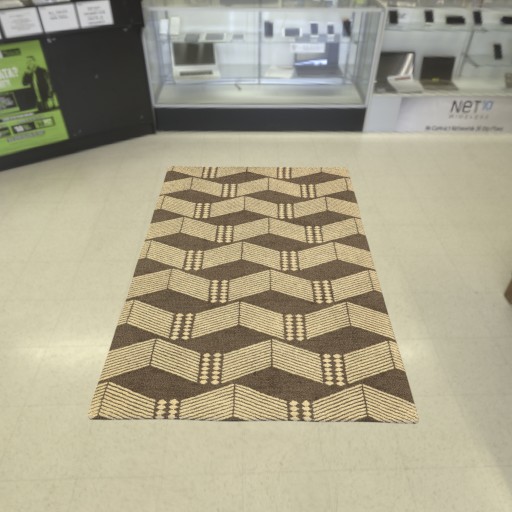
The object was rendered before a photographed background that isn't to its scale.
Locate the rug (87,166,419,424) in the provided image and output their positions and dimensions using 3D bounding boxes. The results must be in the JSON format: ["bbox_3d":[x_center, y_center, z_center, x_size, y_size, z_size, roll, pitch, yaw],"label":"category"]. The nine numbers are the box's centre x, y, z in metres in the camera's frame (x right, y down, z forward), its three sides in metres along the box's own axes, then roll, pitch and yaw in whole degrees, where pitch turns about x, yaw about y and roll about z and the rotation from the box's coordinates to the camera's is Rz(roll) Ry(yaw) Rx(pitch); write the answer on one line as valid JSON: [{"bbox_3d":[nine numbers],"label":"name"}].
[{"bbox_3d":[0.000,0.000,2.299,1.210,0.016,1.833,1,41,1],"label":"rug"}]
